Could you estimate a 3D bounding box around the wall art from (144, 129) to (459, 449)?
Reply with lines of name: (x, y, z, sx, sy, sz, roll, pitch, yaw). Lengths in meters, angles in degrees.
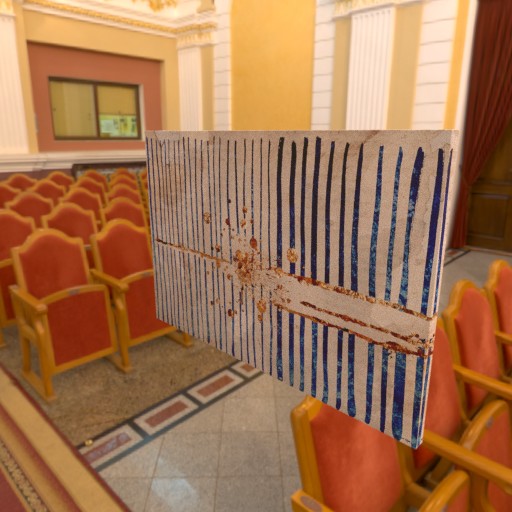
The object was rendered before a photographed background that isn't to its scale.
wall art: (0.000, 0.000, 1.117, 0.919, 0.609, 0.030, 15, 21, 43)
